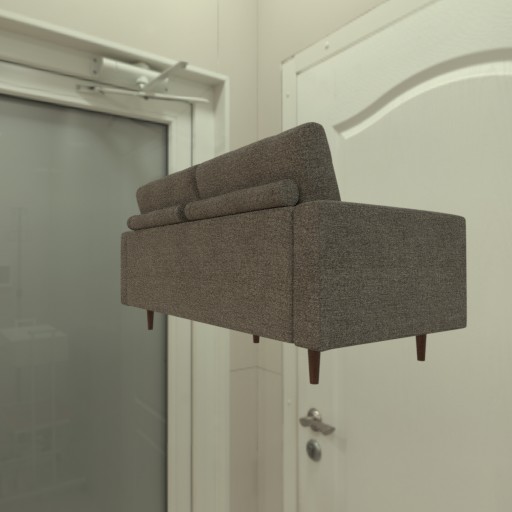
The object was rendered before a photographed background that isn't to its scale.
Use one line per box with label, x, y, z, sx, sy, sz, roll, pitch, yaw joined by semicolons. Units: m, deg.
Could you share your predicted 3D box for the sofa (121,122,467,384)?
sofa;0.000;0.000;2.308;0.863;0.902;1.821;0;-1;-35
